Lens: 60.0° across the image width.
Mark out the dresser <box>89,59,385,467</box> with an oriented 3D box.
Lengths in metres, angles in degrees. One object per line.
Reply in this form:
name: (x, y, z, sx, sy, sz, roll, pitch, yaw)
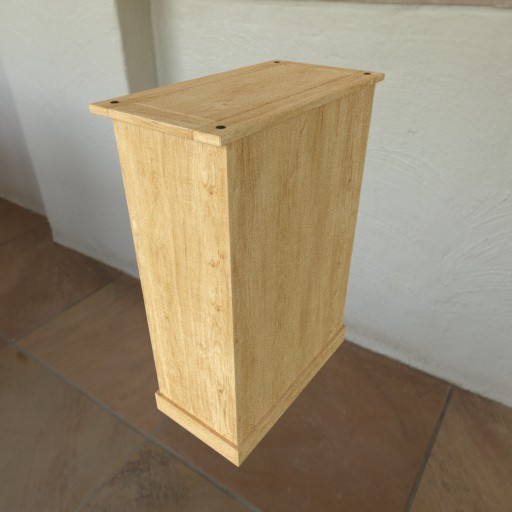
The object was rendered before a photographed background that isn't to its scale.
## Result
dresser: (0.000, 0.000, 1.771, 0.485, 1.300, 0.915, 22, 39, 30)
